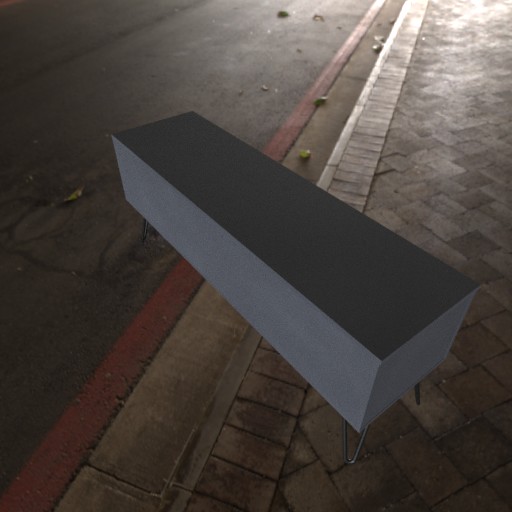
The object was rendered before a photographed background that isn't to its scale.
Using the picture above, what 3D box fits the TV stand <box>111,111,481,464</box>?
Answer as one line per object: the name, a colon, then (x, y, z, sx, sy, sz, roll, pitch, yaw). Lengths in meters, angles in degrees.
TV stand: (0.000, 0.000, 1.648, 0.400, 0.560, 1.400, -27, 47, -28)
